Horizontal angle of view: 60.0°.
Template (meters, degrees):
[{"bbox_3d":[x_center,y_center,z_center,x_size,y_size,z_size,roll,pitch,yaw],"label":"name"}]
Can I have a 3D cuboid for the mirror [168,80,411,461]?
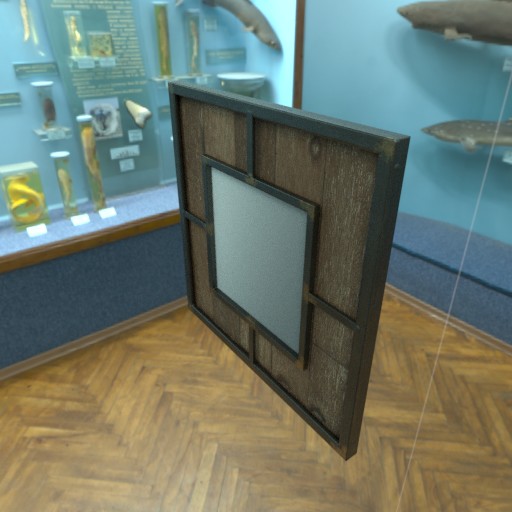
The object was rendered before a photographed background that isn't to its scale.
[{"bbox_3d":[0.000,0.000,0.569,0.020,0.381,0.382,-20,35,-31],"label":"mirror"}]
